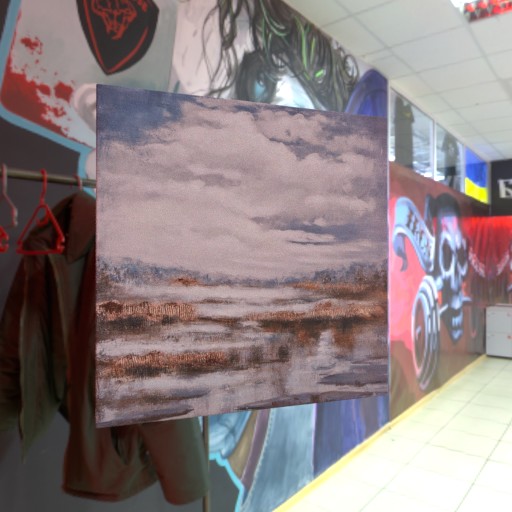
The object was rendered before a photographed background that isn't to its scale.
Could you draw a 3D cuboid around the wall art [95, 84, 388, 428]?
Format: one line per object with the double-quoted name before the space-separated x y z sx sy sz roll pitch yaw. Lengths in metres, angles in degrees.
"wall art" 0.000 0.000 1.487 1.010 1.020 0.040 0 0 -18
